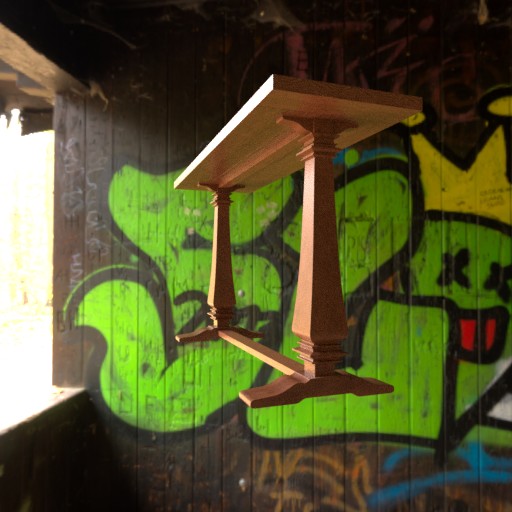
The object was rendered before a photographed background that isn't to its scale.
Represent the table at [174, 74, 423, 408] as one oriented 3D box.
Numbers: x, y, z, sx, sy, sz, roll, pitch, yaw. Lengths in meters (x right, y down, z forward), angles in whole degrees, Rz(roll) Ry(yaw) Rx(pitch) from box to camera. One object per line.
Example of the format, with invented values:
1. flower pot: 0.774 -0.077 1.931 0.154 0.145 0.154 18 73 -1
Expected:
1. table: 0.000 0.000 1.840 0.461 0.852 1.478 0 -1 -20
